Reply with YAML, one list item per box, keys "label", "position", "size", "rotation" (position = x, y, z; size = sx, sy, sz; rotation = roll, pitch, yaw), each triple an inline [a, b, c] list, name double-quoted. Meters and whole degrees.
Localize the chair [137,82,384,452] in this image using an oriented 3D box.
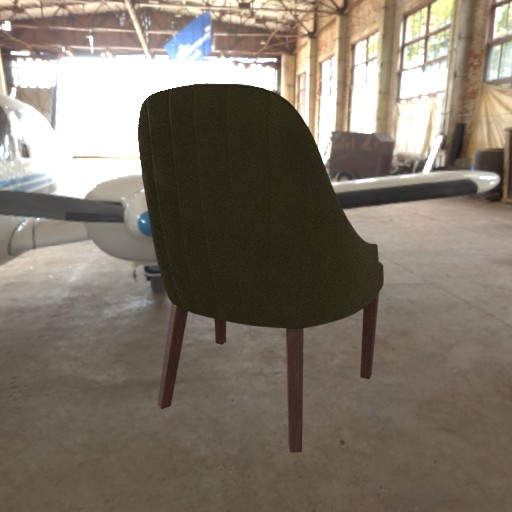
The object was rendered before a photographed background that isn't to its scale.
- label: "chair"
  position: [0.000, 0.000, 1.290]
  size: [0.643, 0.889, 0.575]
  rotation: [7, 16, 26]
